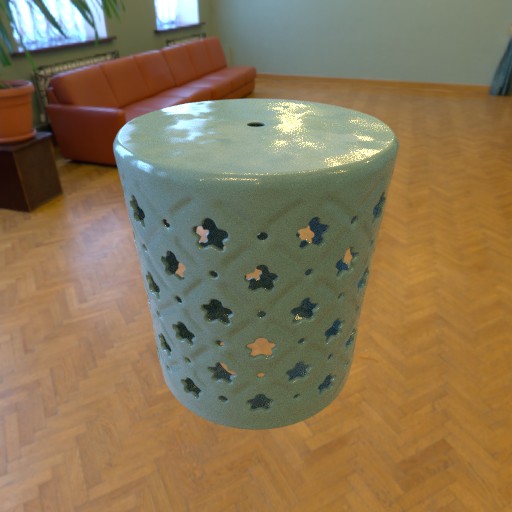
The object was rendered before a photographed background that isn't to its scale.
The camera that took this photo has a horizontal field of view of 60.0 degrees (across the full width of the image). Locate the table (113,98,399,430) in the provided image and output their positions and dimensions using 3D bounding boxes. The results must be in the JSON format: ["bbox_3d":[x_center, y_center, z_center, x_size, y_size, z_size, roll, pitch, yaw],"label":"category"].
[{"bbox_3d":[0.000,0.000,0.657,0.352,0.387,0.352,0,31,0],"label":"table"}]
